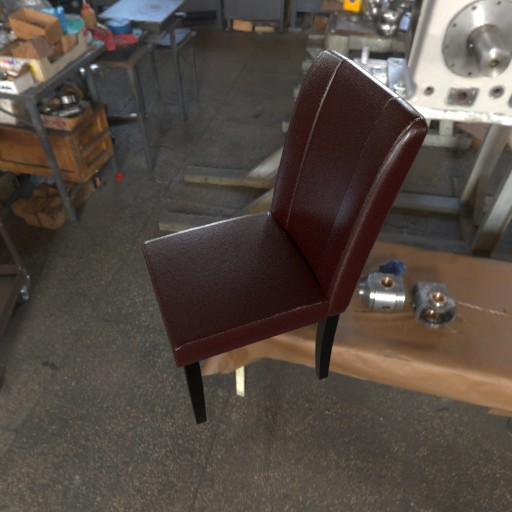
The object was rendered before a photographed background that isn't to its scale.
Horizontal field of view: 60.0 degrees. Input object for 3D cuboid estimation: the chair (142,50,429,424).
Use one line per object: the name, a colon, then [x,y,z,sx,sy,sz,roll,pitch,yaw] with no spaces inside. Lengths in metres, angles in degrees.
chair: [0.000,0.000,1.191,0.556,0.897,0.399,-15,47,-15]
